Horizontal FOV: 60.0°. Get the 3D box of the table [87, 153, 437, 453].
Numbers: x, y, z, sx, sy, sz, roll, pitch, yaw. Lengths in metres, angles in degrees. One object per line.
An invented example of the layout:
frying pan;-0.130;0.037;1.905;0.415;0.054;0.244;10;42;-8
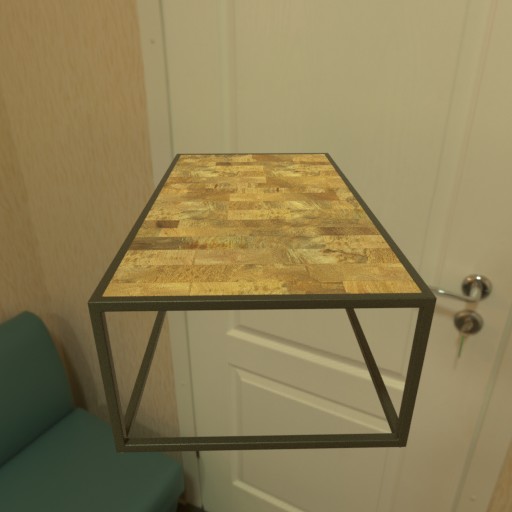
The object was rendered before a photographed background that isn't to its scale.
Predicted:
table;0.000;0.000;1.446;0.649;0.398;1.199;-1;26;-1
